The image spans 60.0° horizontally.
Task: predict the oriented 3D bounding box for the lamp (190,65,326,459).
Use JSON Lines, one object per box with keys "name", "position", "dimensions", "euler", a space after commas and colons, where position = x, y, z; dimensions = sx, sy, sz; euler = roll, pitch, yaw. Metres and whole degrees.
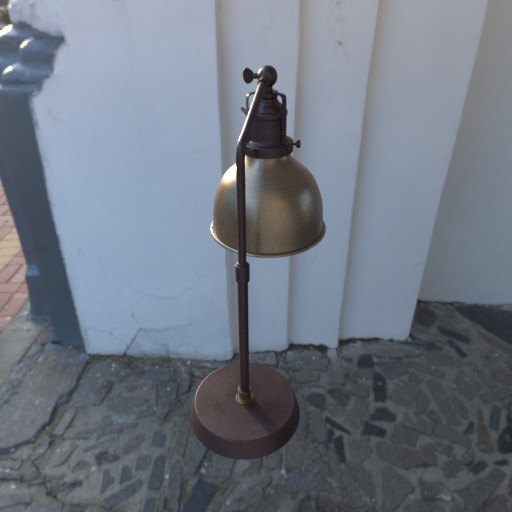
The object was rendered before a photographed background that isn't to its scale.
{"name": "lamp", "position": [0.000, 0.000, 0.606], "dimensions": [0.175, 0.469, 0.298], "euler": [10, 32, 16]}
